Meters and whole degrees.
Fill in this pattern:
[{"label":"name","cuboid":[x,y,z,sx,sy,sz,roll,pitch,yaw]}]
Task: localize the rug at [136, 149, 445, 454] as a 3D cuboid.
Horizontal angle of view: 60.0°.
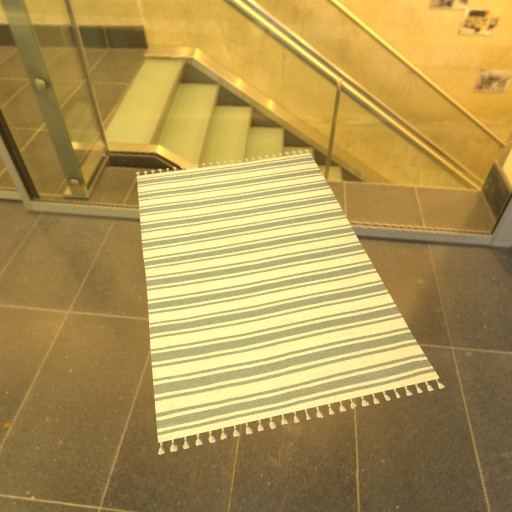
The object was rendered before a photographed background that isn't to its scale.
[{"label":"rug","cuboid":[0.000,0.000,3.086,1.539,0.011,2.410,-10,47,-9]}]
